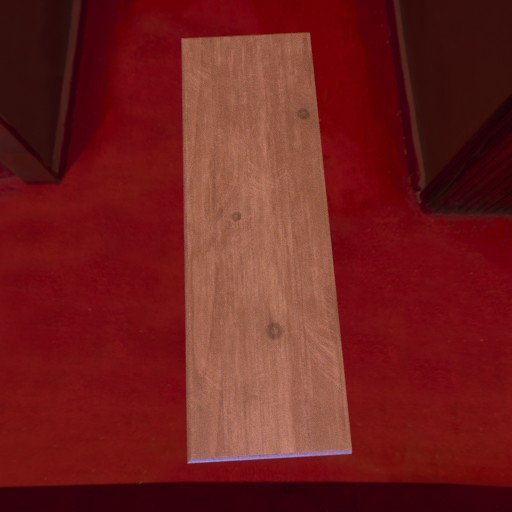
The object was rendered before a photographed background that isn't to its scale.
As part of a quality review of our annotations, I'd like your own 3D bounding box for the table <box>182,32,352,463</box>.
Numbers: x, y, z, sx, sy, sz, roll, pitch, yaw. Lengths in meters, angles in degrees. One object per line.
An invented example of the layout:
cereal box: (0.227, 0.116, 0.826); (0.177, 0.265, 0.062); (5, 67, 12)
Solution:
table: (0.000, 0.000, 1.602); (0.399, 0.800, 1.219); (-3, 75, -1)
